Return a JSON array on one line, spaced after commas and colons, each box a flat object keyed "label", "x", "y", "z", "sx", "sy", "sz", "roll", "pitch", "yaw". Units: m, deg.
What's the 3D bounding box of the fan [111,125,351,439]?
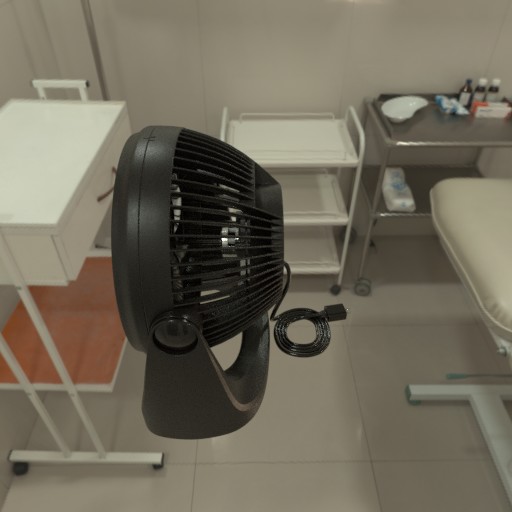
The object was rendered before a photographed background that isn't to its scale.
[{"label": "fan", "x": 0.000, "y": 0.000, "z": 0.481, "sx": 0.256, "sy": 0.277, "sz": 0.273, "roll": -1, "pitch": 41, "yaw": -1}]
